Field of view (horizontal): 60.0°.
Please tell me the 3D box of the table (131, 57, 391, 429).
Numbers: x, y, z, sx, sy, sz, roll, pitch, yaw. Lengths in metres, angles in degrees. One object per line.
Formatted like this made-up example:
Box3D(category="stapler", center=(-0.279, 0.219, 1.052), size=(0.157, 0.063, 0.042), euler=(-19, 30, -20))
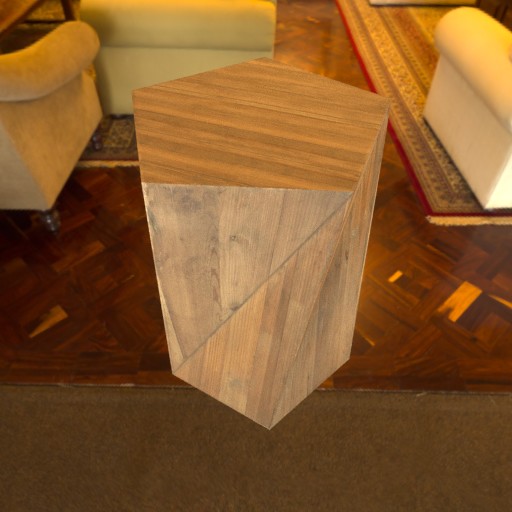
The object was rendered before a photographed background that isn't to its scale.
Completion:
Box3D(category="table", center=(0.000, 0.000, 0.880), size=(0.425, 0.604, 0.441), euler=(33, 54, 28))
